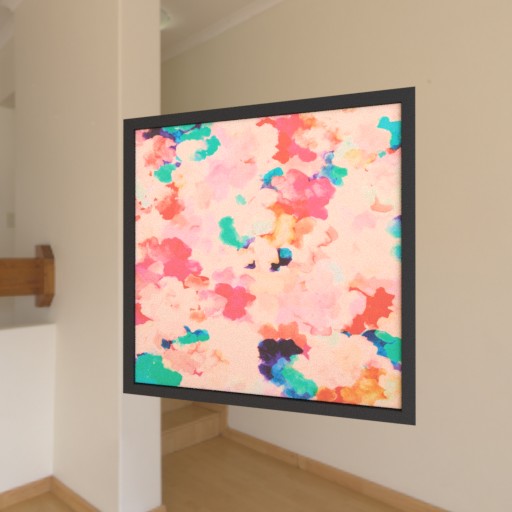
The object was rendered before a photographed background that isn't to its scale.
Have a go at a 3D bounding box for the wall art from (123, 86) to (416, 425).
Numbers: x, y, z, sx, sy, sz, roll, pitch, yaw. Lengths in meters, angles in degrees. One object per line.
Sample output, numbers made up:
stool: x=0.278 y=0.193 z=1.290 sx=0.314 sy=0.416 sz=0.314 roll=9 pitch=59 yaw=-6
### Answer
wall art: x=0.000 y=0.000 z=0.452 sx=0.306 sy=0.304 sz=0.015 roll=0 pitch=0 yaw=18
